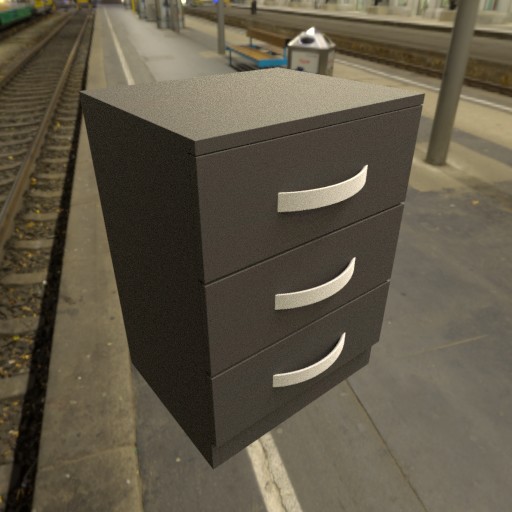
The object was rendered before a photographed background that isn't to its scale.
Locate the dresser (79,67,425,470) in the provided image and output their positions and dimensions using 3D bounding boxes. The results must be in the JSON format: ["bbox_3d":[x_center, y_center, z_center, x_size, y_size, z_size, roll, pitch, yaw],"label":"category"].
[{"bbox_3d":[0.000,0.000,0.800,0.400,0.560,0.360,-22,37,-32],"label":"dresser"}]
